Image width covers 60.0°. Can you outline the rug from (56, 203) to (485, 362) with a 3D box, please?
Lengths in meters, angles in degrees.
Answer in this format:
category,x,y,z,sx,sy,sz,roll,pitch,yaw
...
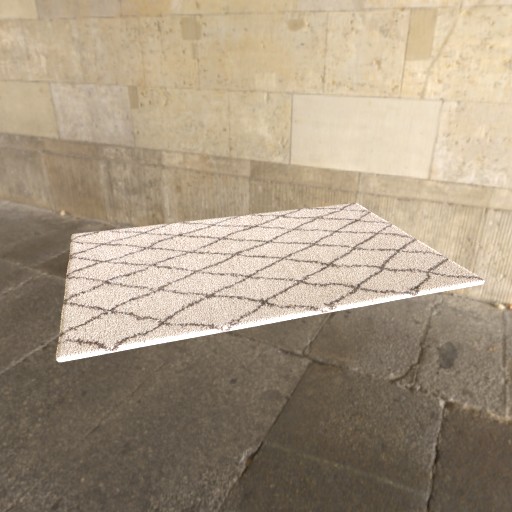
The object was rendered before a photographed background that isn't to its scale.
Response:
category,x,y,z,sx,sy,sz,roll,pitch,yaw
rug,0.000,0.000,3.422,2.743,0.030,1.778,-8,26,-16
